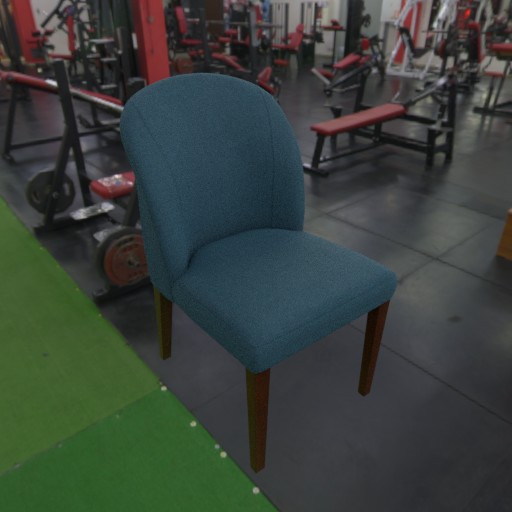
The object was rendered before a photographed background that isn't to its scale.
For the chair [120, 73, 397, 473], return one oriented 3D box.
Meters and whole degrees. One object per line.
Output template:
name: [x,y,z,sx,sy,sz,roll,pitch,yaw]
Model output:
chair: [0.000,0.000,1.231,0.507,0.879,0.620,-21,36,-32]
